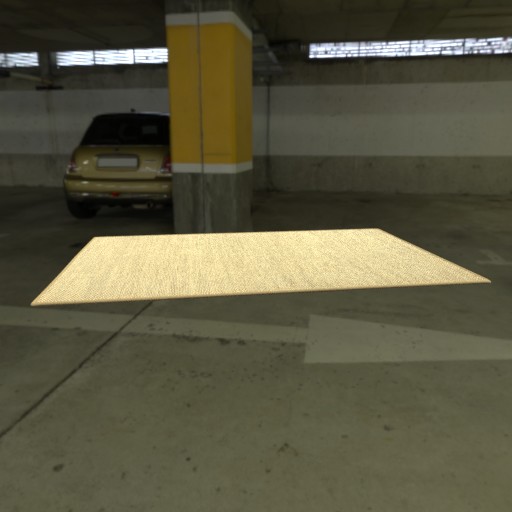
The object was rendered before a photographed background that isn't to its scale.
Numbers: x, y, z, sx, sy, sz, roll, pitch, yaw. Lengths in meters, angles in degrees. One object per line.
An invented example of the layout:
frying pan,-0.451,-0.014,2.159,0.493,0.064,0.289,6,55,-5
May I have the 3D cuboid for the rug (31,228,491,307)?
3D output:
rug,0.000,0.000,2.080,1.667,0.013,1.062,-2,15,-8
